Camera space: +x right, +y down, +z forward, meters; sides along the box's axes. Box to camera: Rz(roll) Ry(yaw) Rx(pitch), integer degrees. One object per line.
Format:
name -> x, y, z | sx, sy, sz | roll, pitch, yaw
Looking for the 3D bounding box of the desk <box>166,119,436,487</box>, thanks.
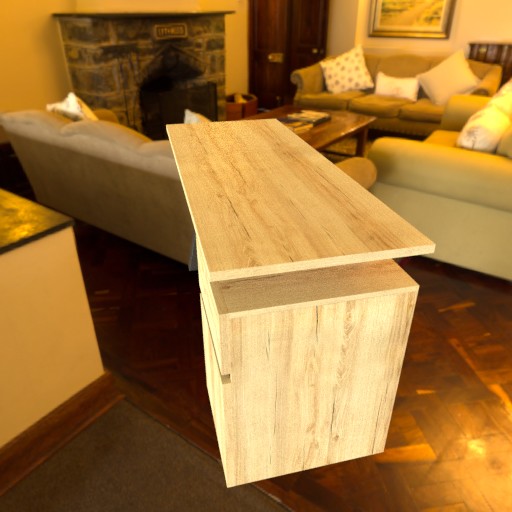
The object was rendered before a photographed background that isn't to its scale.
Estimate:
desk -> 0.000, 0.000, 1.790 | 0.550, 0.760, 1.400 | -7, 30, -12
